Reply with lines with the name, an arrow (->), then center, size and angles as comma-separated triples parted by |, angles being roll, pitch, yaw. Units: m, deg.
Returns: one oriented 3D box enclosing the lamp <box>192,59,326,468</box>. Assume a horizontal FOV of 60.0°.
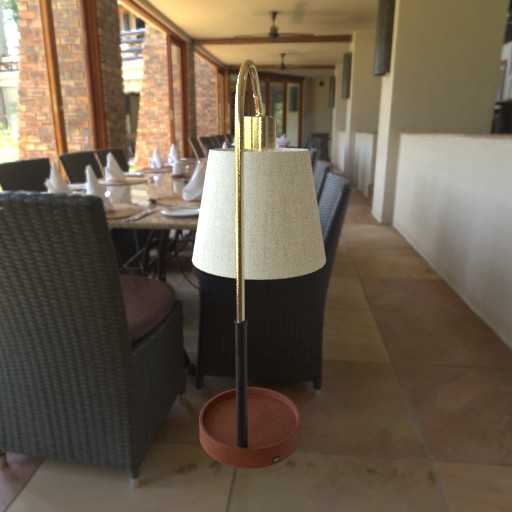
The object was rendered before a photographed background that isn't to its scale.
lamp -> 0.000, 0.000, 0.672 | 0.211, 0.536, 0.273 | 2, 16, 9
